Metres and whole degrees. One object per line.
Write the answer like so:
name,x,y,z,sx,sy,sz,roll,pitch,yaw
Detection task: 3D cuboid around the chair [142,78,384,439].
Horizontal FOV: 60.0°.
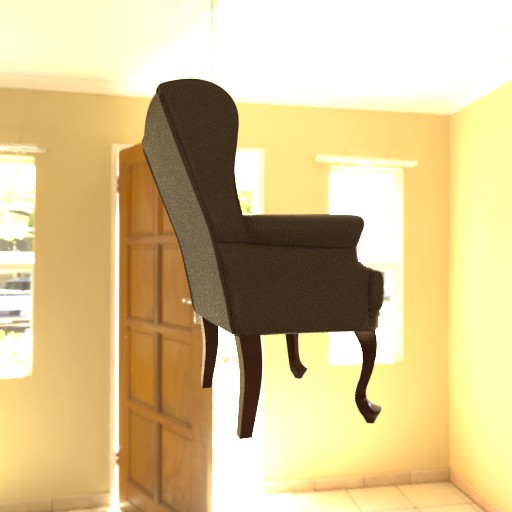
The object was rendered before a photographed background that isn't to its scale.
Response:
chair,0.000,0.000,1.696,0.819,1.132,0.829,0,-1,-18
